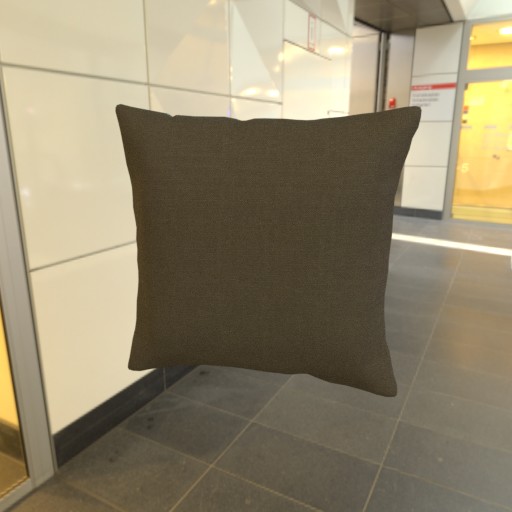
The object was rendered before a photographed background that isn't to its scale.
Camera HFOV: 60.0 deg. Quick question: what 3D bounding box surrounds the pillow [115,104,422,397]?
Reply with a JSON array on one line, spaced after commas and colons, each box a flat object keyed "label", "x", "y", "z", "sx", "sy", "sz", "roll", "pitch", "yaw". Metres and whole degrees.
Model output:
[{"label": "pillow", "x": 0.000, "y": 0.000, "z": 0.656, "sx": 0.436, "sy": 0.430, "sz": 0.138, "roll": 2, "pitch": 15, "yaw": 9}]
